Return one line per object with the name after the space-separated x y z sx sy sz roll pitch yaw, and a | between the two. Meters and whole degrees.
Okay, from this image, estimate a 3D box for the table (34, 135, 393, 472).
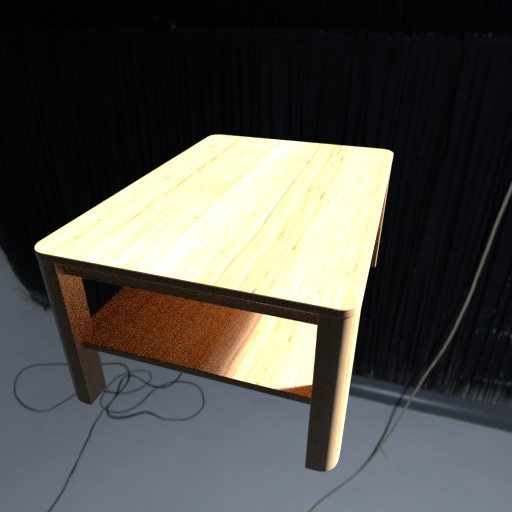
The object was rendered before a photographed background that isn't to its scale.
0.000 0.000 1.360 0.696 0.445 0.997 9 31 16 | table
